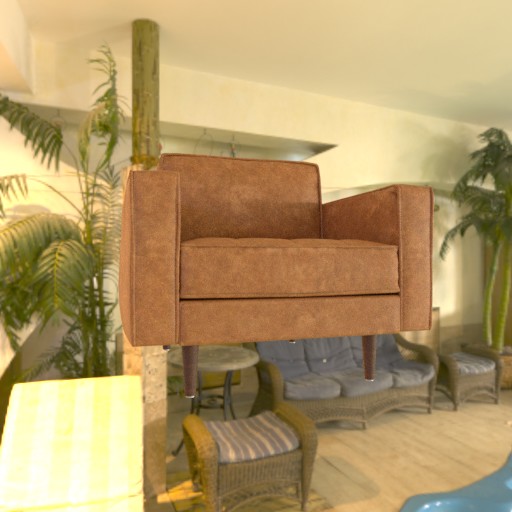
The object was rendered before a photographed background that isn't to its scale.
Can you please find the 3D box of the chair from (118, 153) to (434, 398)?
[{"bbox_3d":[0.000,0.000,1.566,0.928,0.767,0.798,0,0,-17],"label":"chair"}]
